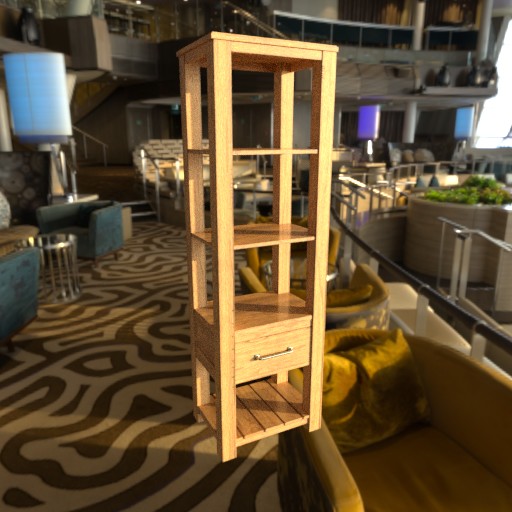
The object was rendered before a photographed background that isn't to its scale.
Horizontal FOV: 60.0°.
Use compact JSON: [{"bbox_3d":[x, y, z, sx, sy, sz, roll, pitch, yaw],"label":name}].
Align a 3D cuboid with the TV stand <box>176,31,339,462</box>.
[{"bbox_3d":[0.000,0.000,2.118,0.565,1.828,0.435,-7,16,-26],"label":"TV stand"}]
